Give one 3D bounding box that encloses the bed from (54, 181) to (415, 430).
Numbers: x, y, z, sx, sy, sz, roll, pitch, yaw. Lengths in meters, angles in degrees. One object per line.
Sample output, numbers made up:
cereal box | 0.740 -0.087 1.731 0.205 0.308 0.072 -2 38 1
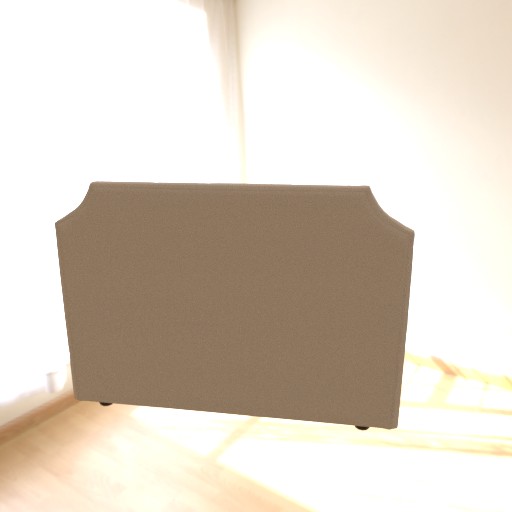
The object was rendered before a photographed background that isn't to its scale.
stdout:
bed | 0.000 0.000 3.297 1.828 1.297 2.164 2 16 8
